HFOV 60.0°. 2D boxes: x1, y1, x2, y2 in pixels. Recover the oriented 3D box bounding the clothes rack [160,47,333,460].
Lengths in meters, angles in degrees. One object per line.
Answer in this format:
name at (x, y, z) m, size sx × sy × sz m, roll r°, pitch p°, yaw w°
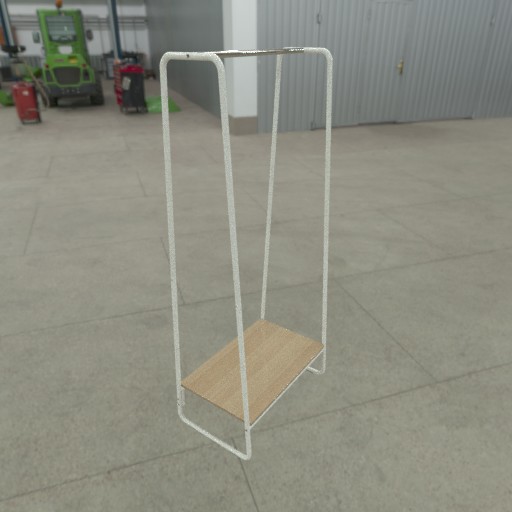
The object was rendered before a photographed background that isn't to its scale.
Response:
clothes rack at (0.000, 0.000, 1.776) m, size 0.400 × 1.500 × 0.640 m, roll 18°, pitch 32°, yaw 32°
